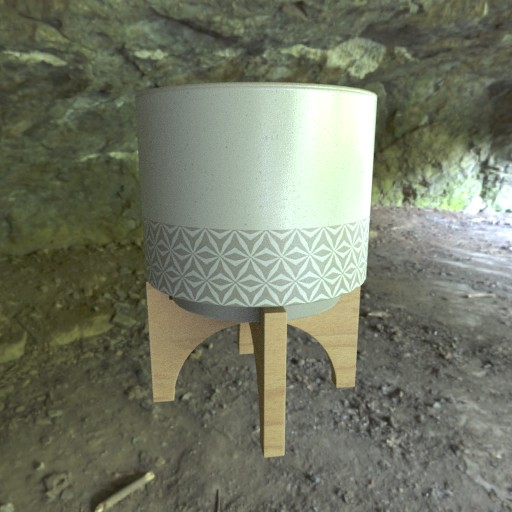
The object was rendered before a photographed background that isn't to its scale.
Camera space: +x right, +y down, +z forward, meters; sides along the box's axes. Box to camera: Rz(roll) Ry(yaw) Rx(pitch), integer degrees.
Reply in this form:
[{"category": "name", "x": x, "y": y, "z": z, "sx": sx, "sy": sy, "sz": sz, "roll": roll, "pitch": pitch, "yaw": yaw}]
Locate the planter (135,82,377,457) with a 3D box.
[{"category": "planter", "x": 0.000, "y": 0.000, "z": 0.387, "sx": 0.188, "sy": 0.260, "sz": 0.188, "roll": 0, "pitch": 14, "yaw": 0}]
